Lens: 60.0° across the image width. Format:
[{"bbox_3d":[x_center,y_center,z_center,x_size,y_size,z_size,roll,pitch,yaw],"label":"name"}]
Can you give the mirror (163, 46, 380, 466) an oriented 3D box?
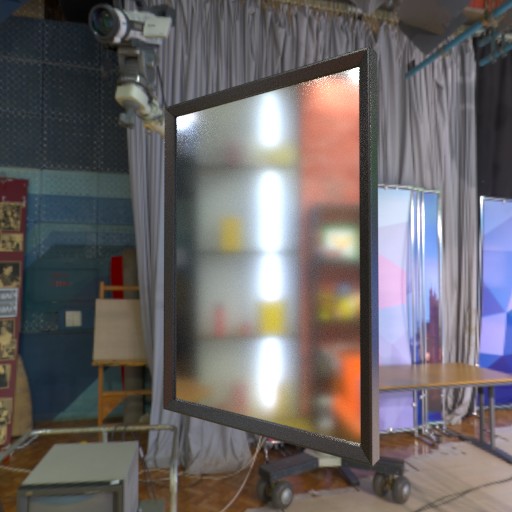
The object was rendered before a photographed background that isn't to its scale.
[{"bbox_3d":[0.000,0.000,0.911,0.507,0.710,0.039,-1,-1,36],"label":"mirror"}]
